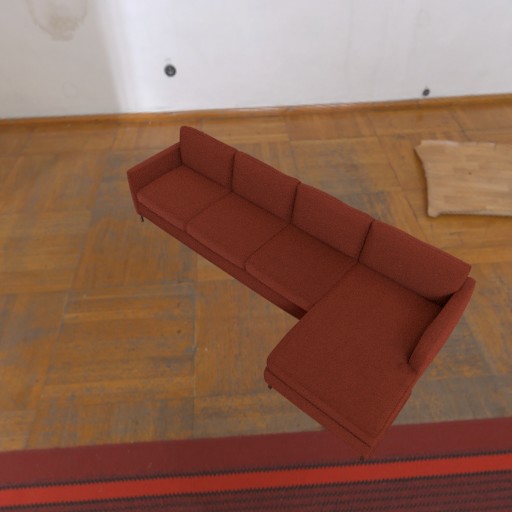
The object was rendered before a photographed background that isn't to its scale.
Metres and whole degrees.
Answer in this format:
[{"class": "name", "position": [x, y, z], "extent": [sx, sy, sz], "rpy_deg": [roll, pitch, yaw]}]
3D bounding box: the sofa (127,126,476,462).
[{"class": "sofa", "position": [0.000, 0.000, 3.482], "extent": [2.932, 0.810, 1.350], "rpy_deg": [32, 54, 27]}]
